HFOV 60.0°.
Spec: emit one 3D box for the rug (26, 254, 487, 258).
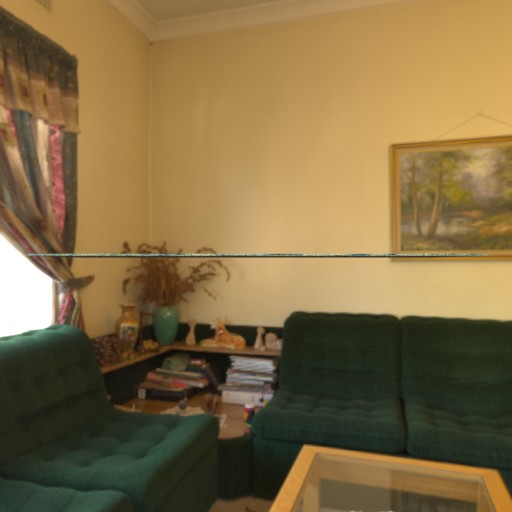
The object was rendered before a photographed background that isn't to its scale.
[{"bbox_3d":[0.000,0.000,2.710,2.435,0.011,0.750,0,-1,0],"label":"rug"}]
